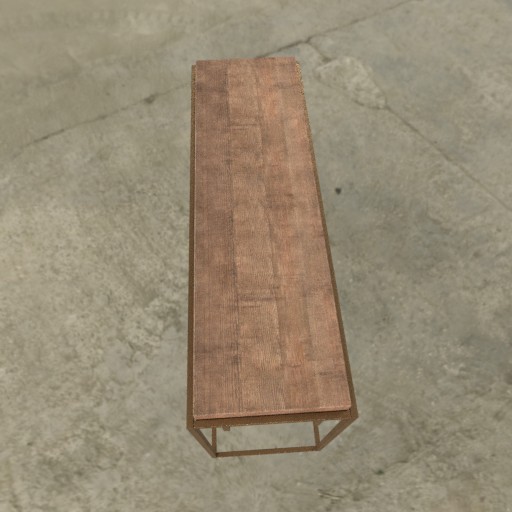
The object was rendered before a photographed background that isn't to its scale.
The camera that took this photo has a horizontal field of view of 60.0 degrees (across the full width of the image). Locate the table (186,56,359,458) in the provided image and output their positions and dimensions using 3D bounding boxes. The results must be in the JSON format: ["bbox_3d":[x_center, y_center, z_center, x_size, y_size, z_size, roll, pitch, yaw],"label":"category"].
[{"bbox_3d":[0.000,0.000,1.795,0.440,0.820,1.400,-3,61,-2],"label":"table"}]
